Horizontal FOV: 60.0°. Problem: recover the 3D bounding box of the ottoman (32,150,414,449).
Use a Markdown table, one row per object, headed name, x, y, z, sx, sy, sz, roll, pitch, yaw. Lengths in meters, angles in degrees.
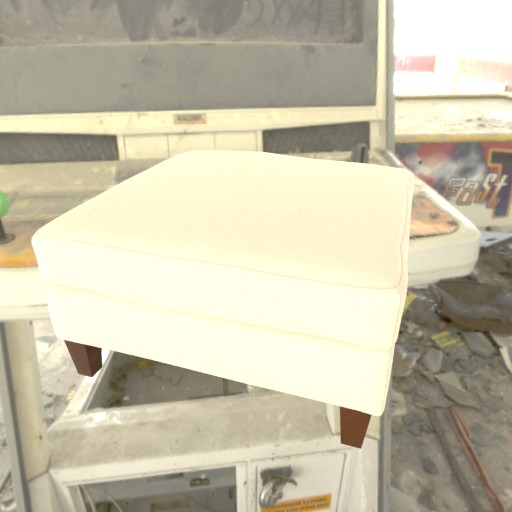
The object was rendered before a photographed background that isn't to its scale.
| name | x | y | z | sx | sy | sz | roll | pitch | yaw |
| --- | --- | --- | --- | --- | --- | --- | --- | --- | --- |
| ottoman | 0.000 | 0.000 | 1.318 | 0.838 | 0.479 | 0.838 | 9 | 28 | 17 |
